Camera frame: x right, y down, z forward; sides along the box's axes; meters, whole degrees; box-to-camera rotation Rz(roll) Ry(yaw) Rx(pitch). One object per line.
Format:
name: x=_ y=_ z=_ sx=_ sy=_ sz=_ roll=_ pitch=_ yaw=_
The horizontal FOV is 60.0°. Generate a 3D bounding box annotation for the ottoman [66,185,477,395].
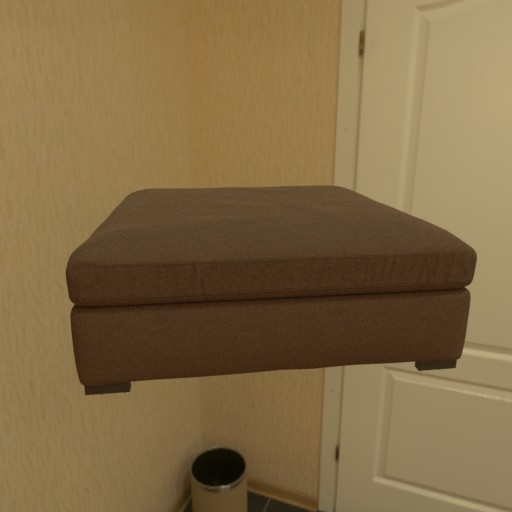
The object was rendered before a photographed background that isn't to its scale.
ottoman: x=0.000 y=0.000 z=1.801 sx=1.181 sy=0.470 sz=1.181 roll=-2 pitch=16 yaw=-7
